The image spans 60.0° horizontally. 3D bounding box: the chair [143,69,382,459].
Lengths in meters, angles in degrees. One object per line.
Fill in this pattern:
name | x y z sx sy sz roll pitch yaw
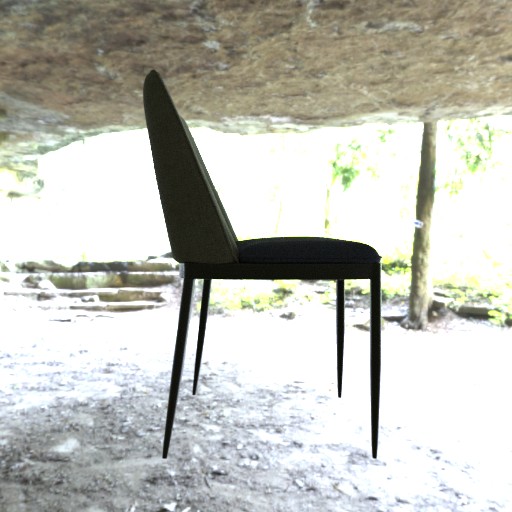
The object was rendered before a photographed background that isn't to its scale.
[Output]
chair | 0.000 0.000 1.143 0.550 0.855 0.488 0 0 0
